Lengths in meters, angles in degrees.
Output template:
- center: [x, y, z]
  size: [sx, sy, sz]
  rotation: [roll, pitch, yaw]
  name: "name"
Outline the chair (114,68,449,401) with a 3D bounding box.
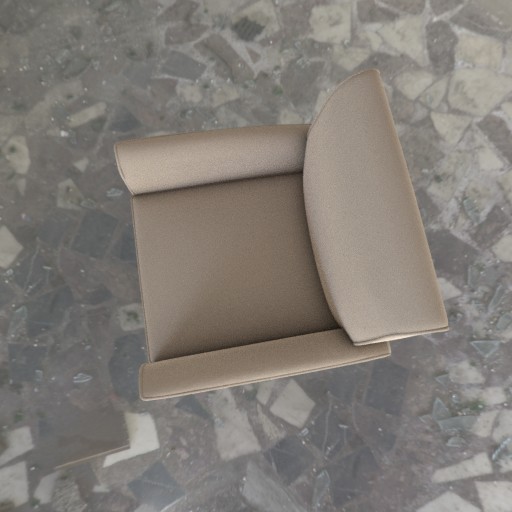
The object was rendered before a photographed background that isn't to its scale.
- center: [0.000, 0.000, 1.535]
  size: [0.820, 0.915, 0.820]
  rotation: [-9, 76, -2]
  name: "chair"
